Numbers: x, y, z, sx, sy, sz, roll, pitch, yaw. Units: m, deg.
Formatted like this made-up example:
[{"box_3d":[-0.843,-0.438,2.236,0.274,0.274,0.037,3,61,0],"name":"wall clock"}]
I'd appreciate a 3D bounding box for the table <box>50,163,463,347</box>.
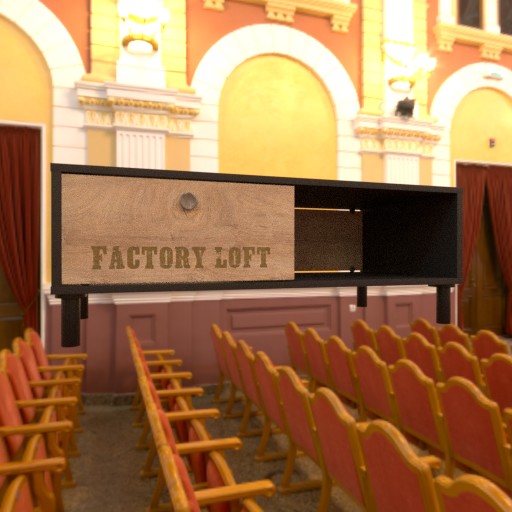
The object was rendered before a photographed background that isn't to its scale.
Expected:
[{"box_3d":[0.000,0.000,1.369,1.100,0.400,0.550,0,0,-18],"name":"table"}]
